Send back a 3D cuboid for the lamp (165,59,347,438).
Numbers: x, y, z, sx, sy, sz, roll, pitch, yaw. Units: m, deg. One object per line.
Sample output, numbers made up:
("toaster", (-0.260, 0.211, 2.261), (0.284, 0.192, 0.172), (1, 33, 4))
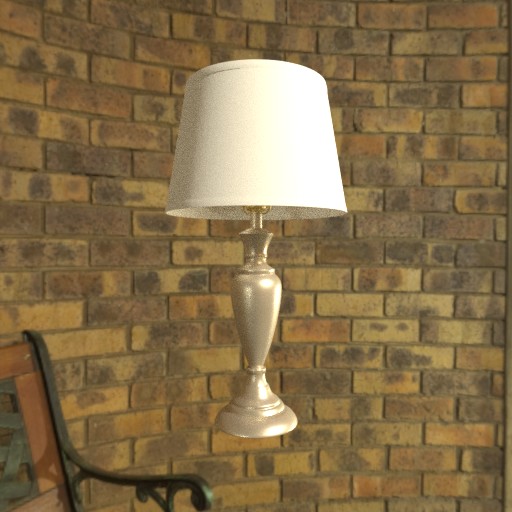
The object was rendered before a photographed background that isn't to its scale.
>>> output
("lamp", (0.000, 0.000, 0.816), (0.328, 0.612, 0.328), (0, 1, 0))
